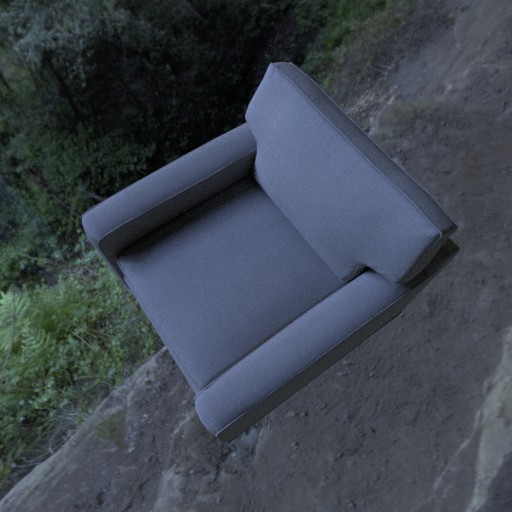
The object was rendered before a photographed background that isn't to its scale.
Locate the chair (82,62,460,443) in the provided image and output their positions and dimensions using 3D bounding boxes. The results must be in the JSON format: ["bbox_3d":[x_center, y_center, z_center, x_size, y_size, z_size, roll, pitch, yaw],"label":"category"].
[{"bbox_3d":[0.000,0.000,1.815,1.044,0.934,0.999,-33,69,-14],"label":"chair"}]
